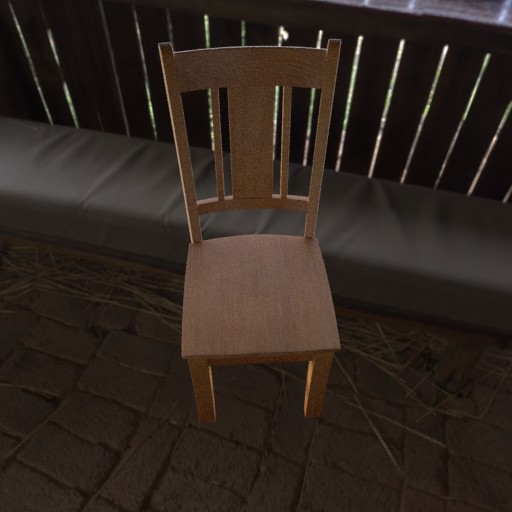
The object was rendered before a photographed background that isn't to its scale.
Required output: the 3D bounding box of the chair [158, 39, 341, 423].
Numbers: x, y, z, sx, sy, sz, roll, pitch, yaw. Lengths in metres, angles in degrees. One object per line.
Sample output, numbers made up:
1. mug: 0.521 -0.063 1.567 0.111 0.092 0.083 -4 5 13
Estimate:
1. chair: 0.000 0.000 1.276 0.450 0.998 0.556 -2 46 -2
